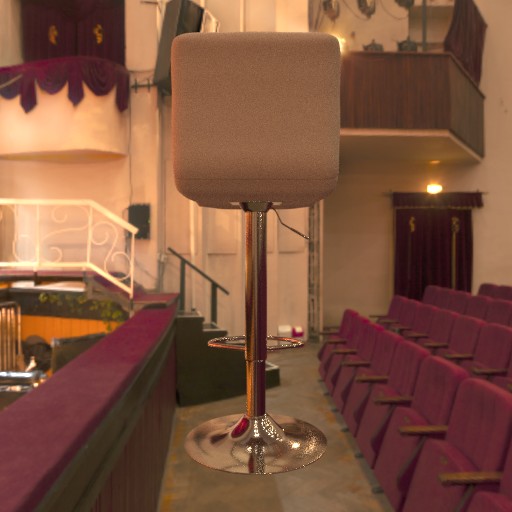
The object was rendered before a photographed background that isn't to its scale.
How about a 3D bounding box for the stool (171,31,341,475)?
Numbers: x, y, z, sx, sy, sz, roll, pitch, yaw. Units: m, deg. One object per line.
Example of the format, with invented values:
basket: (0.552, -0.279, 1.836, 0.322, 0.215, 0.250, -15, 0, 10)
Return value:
stool: (0.000, 0.000, 1.332, 0.430, 1.115, 0.505, 0, 0, 0)
